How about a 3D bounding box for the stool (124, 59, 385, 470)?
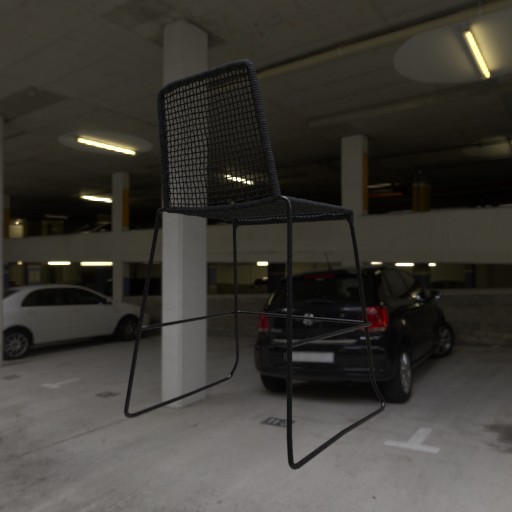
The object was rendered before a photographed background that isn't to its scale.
[{"bbox_3d":[0.000,0.000,1.275,0.590,0.905,0.509,0,-1,35],"label":"stool"}]
